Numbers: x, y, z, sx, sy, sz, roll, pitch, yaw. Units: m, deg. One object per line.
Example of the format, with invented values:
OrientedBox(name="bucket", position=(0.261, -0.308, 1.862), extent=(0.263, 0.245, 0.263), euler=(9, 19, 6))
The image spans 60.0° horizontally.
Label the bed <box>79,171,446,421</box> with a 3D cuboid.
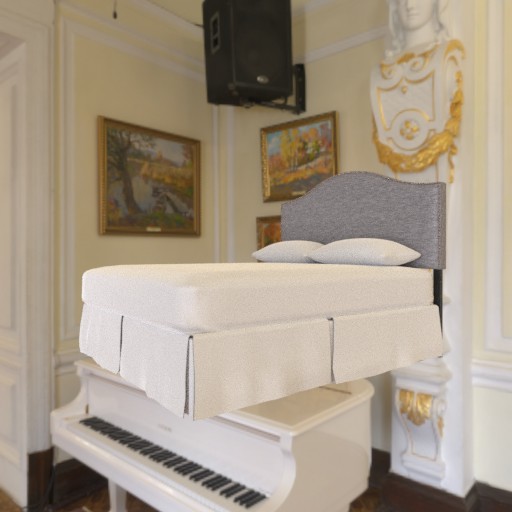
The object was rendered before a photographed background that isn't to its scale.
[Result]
OrientedBox(name="bed", position=(0.000, 0.000, 2.906), extent=(1.870, 1.295, 1.610), euler=(0, 0, -37))
